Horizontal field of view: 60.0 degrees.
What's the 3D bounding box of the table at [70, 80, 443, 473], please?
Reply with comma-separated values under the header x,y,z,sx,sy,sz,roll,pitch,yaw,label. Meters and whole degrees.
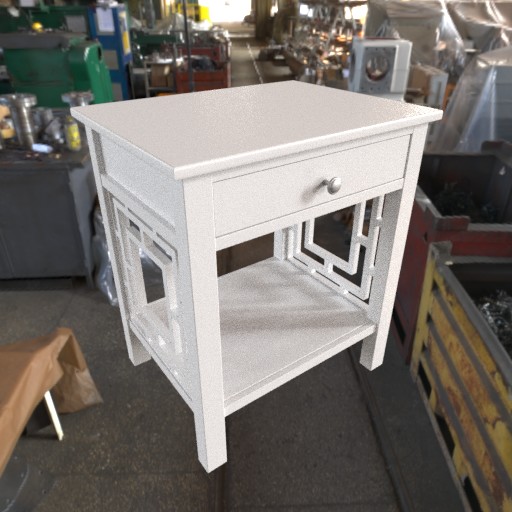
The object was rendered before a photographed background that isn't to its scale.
x,y,z,sx,sy,sz,roll,pitch,yaw,label
0.000,0.000,1.005,0.564,0.646,0.451,-20,36,-30,table
